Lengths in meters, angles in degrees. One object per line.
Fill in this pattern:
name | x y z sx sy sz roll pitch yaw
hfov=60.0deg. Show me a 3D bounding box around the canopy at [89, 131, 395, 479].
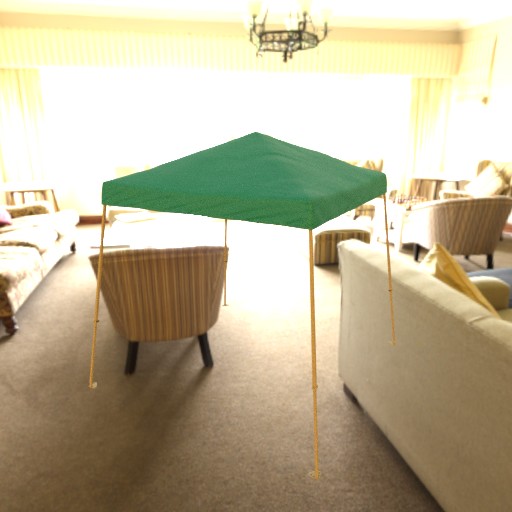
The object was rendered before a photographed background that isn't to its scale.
canopy | 0.000 0.000 5.259 2.850 2.850 2.849 9 19 28
